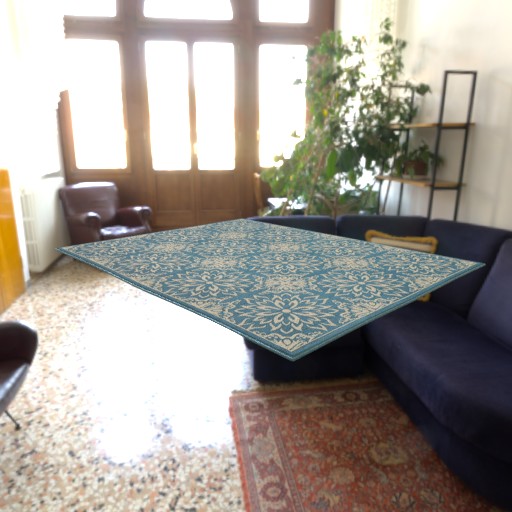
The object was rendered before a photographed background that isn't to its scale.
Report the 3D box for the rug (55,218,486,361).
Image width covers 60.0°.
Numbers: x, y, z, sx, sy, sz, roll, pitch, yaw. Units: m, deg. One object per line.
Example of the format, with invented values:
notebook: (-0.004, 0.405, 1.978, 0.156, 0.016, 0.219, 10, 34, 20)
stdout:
rug: (0.000, 0.000, 3.863, 2.350, 0.018, 2.964, -14, 20, -42)
